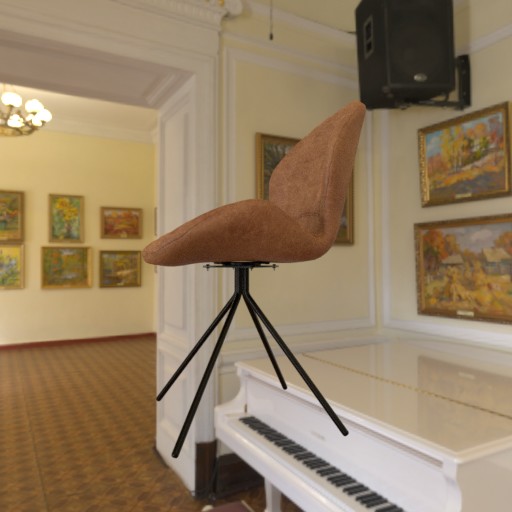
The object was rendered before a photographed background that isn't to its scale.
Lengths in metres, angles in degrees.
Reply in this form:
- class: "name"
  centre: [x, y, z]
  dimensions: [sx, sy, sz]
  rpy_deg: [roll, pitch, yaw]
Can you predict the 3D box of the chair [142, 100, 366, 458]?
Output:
- class: "chair"
  centre: [0.000, 0.000, 1.298]
  dimensions: [0.640, 0.929, 0.527]
  rpy_deg: [0, -1, -17]
